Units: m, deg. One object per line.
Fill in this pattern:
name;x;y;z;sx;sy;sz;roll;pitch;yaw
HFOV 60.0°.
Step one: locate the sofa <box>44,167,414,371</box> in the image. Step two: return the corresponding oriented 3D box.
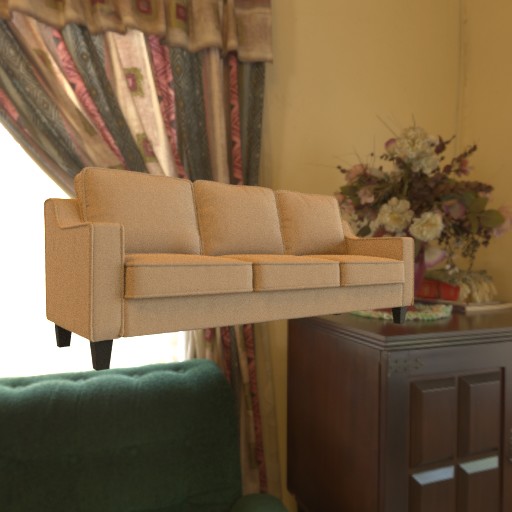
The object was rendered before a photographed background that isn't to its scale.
sofa;0.000;0.000;2.596;2.131;0.902;0.791;0;0;-38
